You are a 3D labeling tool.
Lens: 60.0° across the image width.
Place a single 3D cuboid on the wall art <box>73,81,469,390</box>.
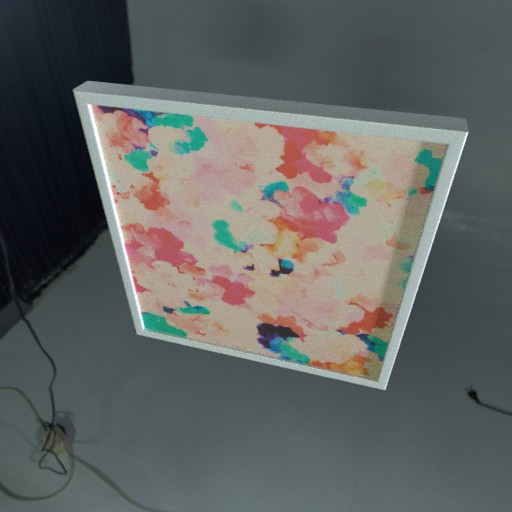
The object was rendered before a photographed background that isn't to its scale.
[{"bbox_3d":[0.000,0.000,0.725,0.506,0.505,0.038,10,41,12],"label":"wall art"}]
